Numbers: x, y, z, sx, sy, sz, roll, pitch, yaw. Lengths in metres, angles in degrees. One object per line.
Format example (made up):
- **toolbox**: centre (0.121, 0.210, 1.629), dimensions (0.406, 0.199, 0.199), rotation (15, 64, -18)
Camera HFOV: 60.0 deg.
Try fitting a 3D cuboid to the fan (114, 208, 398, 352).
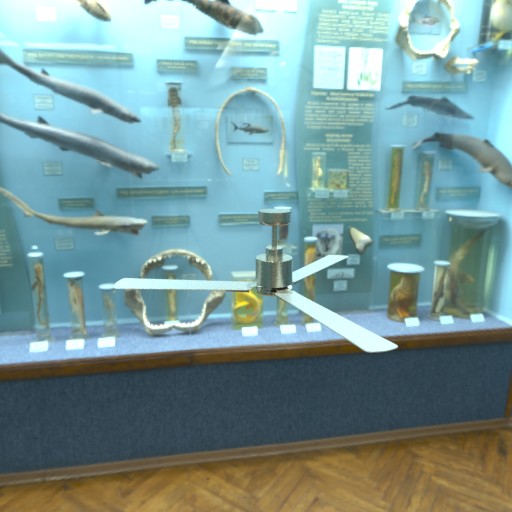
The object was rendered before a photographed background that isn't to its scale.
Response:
- **fan**: centre (0.000, 0.000, 2.312), dimensions (1.531, 0.446, 1.561), rotation (-2, 14, -9)
